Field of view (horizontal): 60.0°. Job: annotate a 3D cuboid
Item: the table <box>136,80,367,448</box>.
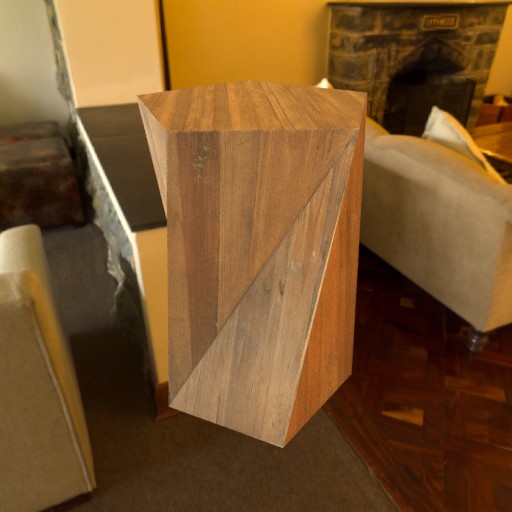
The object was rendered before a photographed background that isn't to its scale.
[{"bbox_3d":[0.000,0.000,0.899,0.441,0.604,0.425,8,32,14],"label":"table"}]
